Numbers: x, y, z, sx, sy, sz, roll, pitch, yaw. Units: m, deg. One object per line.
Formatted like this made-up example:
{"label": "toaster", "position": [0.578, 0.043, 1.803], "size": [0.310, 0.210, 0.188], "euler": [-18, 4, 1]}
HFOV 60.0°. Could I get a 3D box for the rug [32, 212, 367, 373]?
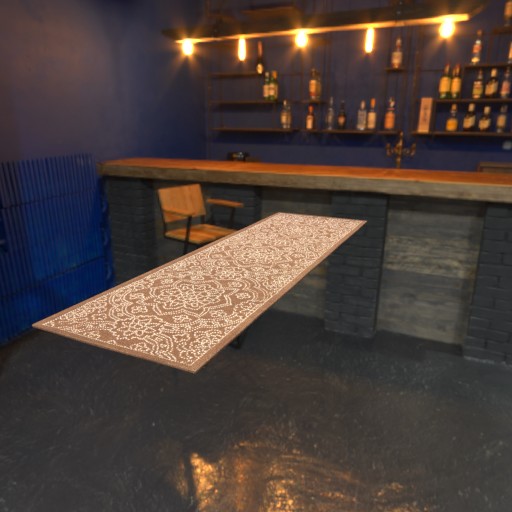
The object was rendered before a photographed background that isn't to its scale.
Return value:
{"label": "rug", "position": [0.000, 0.000, 2.618], "size": [0.769, 0.012, 2.448], "euler": [8, 19, 25]}
